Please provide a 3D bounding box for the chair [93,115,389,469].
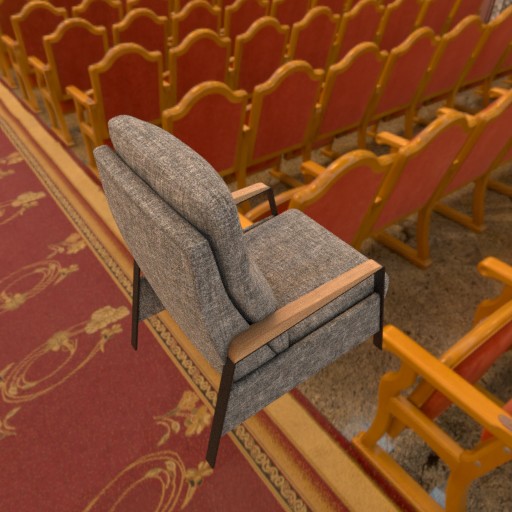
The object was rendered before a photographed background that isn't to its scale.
[{"bbox_3d":[0.000,0.000,1.600,0.868,1.042,0.671,-25,46,-27],"label":"chair"}]
